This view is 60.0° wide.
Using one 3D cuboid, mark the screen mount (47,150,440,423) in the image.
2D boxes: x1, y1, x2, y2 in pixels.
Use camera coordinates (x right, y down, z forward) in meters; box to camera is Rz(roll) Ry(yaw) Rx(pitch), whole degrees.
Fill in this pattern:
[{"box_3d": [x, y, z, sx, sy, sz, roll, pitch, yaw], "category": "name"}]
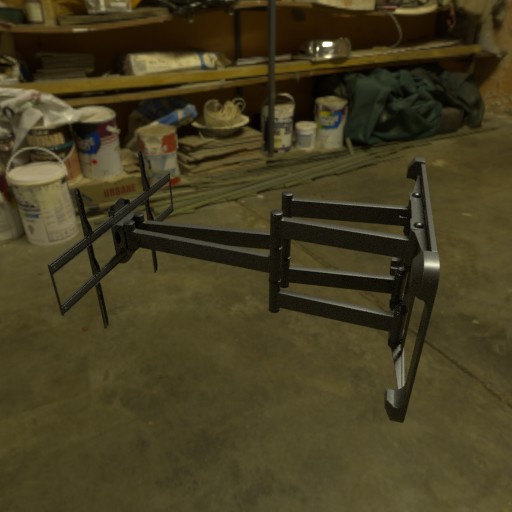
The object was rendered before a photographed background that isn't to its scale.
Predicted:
[{"box_3d": [0.000, 0.000, 1.333, 0.905, 0.483, 0.725, 8, 31, 14], "category": "screen mount"}]
